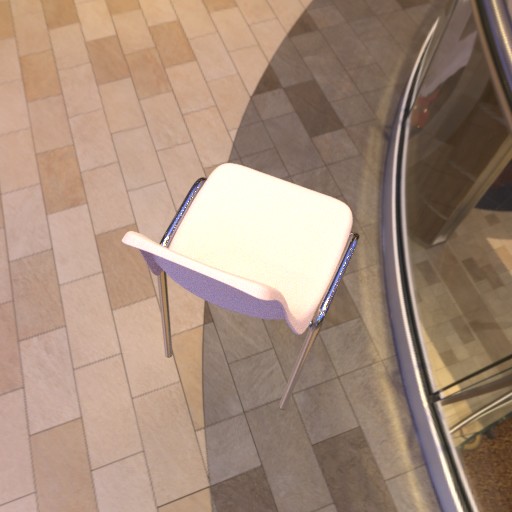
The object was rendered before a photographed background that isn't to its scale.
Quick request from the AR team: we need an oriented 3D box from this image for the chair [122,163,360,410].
[{"bbox_3d":[0.000,0.000,0.956,0.381,0.704,0.436,21,65,11],"label":"chair"}]
